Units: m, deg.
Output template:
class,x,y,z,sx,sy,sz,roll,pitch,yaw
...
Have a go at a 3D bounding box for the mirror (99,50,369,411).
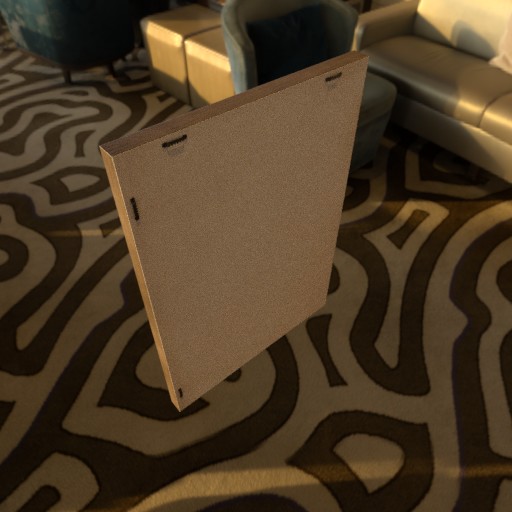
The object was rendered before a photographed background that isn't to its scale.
class,x,y,z,sx,sy,sz,roll,pitch,yaw
mirror,0.000,0.000,0.938,0.507,0.710,0.040,-31,53,-27
